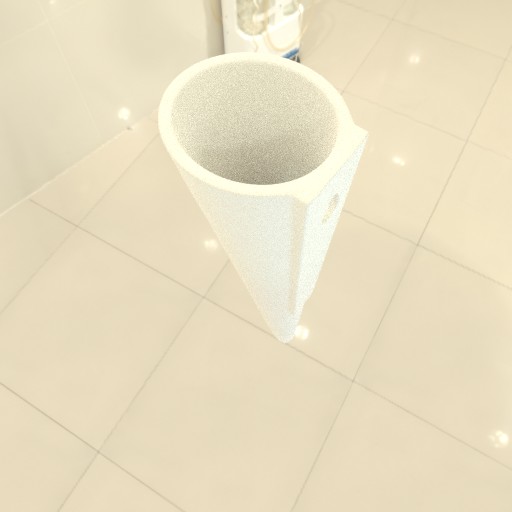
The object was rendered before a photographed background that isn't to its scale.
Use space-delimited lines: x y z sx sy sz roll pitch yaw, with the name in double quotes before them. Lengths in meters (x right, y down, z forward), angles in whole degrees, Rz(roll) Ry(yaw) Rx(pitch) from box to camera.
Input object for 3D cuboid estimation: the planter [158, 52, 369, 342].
"planter" 0.000 0.000 0.225 0.064 0.193 0.057 34 68 16
